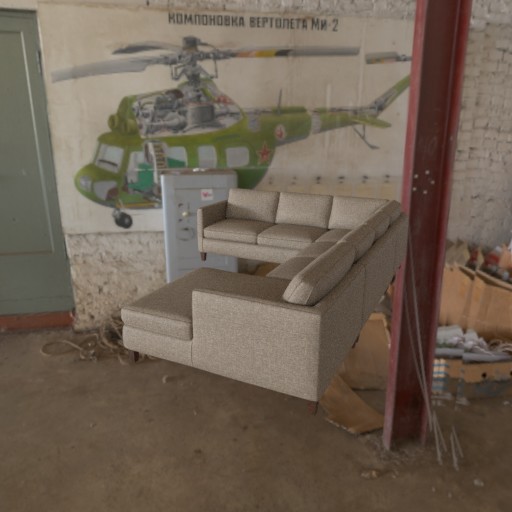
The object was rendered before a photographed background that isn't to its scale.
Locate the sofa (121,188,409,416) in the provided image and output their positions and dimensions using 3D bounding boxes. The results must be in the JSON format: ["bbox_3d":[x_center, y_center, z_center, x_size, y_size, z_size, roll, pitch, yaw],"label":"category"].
[{"bbox_3d":[0.000,0.000,4.579,2.551,0.889,3.403,8,19,25],"label":"sofa"}]
